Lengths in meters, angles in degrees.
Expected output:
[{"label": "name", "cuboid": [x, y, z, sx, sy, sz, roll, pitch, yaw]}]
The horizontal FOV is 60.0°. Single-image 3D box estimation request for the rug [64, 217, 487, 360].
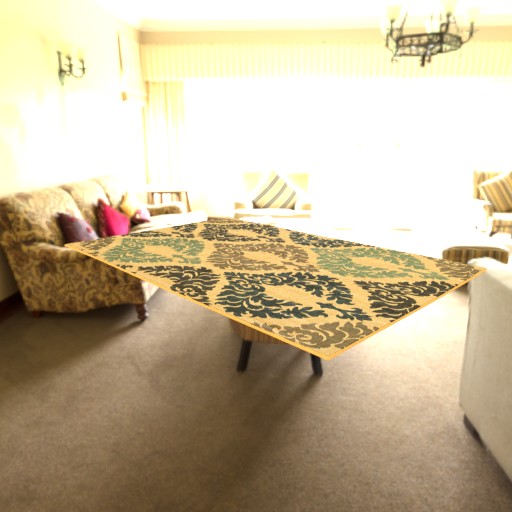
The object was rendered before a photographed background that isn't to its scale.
[{"label": "rug", "cuboid": [0.000, 0.000, 2.816, 1.514, 0.014, 2.275, -15, 21, -43]}]
